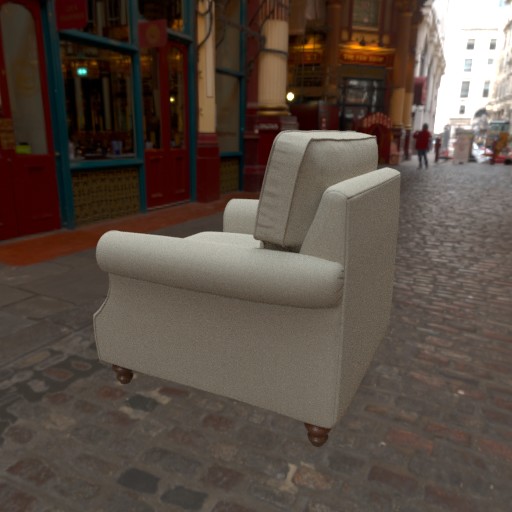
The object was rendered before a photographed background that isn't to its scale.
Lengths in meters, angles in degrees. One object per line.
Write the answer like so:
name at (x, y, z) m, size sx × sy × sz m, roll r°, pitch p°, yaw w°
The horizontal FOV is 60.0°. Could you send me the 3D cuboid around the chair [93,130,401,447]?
chair at (0.000, 0.000, 1.777) m, size 0.966 × 0.967 × 1.029 m, roll 8°, pitch 17°, yaw 26°
